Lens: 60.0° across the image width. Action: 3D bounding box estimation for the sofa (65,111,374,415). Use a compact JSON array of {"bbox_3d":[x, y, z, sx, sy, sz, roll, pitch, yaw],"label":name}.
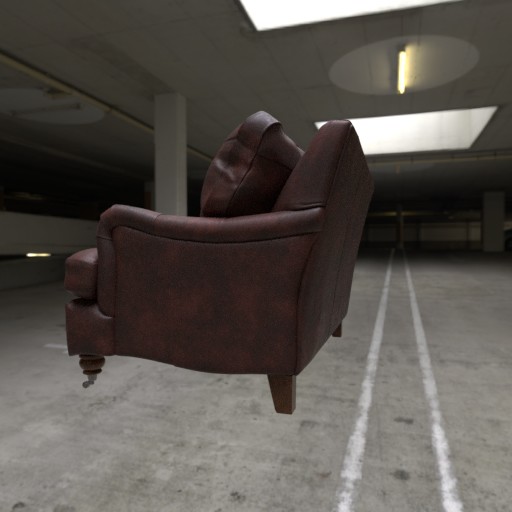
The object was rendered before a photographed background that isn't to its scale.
[{"bbox_3d":[0.000,0.000,2.330,1.148,1.070,1.628,0,1,18],"label":"sofa"}]
